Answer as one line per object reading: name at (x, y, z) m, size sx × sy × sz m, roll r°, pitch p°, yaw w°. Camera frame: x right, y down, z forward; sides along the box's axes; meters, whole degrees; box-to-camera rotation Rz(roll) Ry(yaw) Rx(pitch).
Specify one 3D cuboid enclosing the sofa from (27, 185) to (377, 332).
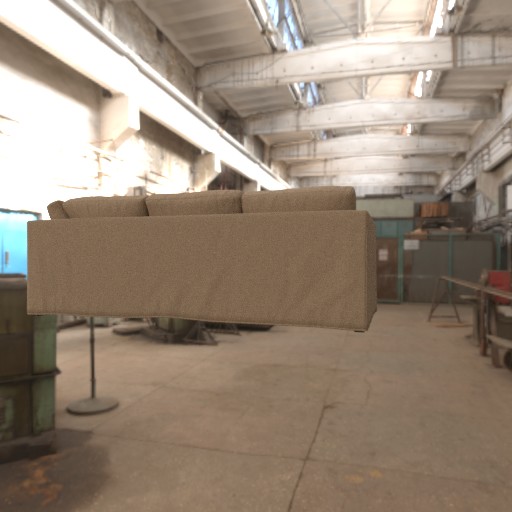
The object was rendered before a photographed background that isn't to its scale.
sofa at (0.000, 0.000, 4.493) m, size 2.427 × 0.882 × 3.460 m, roll 0°, pitch 0°, yaw 17°
